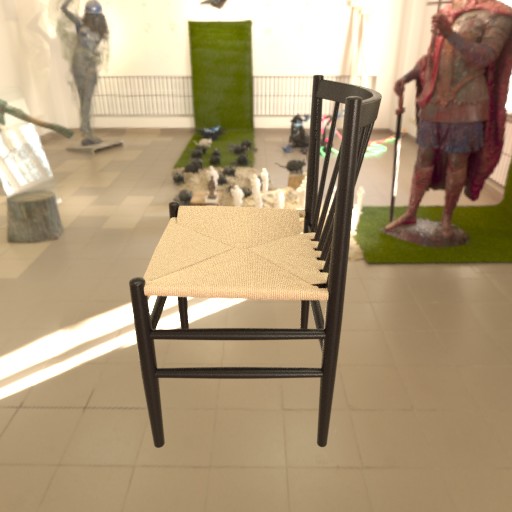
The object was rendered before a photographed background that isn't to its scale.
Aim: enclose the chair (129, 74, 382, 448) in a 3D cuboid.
[{"bbox_3d":[0.000,0.000,1.122,0.516,0.818,0.495,0,26,0],"label":"chair"}]
